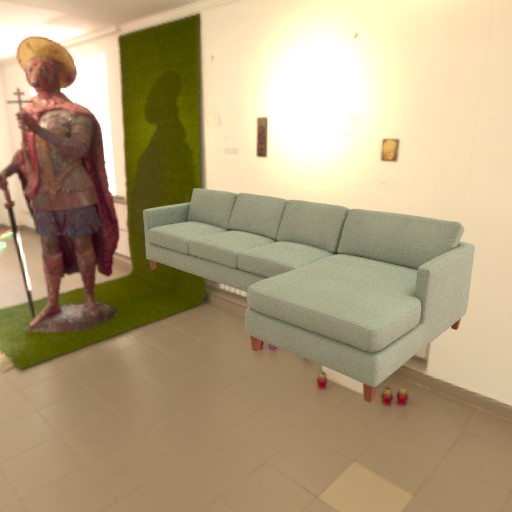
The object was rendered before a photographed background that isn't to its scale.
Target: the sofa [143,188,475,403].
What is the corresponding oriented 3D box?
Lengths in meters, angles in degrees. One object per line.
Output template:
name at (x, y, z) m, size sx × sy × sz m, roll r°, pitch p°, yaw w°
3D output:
sofa at (0.000, 0.000, 4.237) m, size 3.471 × 0.950 × 1.604 m, roll 14°, pitch 21°, yaw 41°
